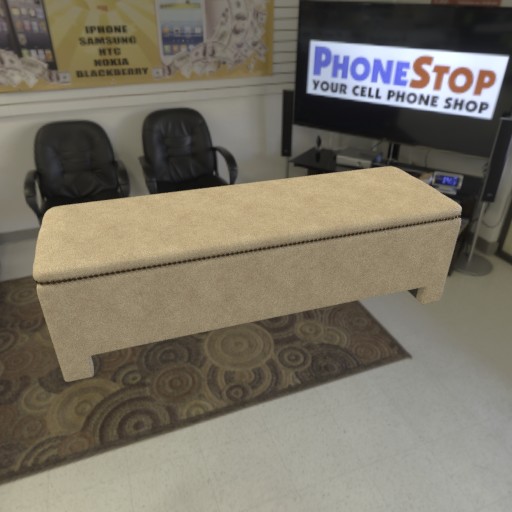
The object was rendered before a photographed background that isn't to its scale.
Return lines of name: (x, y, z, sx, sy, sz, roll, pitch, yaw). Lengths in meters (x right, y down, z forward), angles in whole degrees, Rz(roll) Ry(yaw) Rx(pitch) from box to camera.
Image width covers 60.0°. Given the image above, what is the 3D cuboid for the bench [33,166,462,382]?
bench: (0.000, 0.000, 1.720, 1.482, 0.447, 0.470, -9, 33, -15)
